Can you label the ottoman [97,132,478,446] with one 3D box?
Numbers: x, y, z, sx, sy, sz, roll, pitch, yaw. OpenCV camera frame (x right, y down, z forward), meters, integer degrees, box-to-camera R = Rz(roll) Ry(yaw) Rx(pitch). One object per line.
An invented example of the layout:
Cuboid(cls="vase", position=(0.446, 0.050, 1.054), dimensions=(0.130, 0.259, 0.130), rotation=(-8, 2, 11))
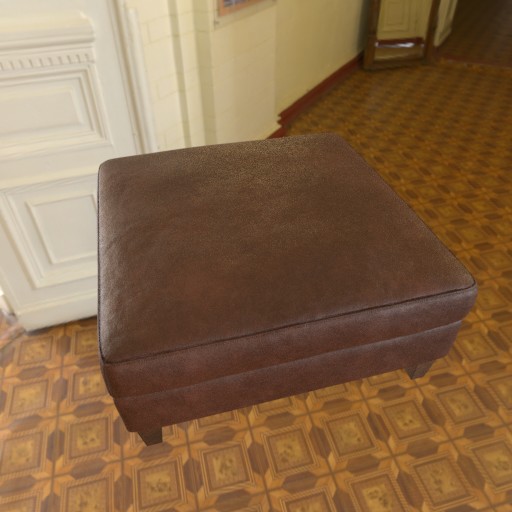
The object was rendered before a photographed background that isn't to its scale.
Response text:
Cuboid(cls="ottoman", position=(0.000, 0.000, 1.281), dimensions=(0.836, 0.415, 0.844), rotation=(-10, 42, -11))
